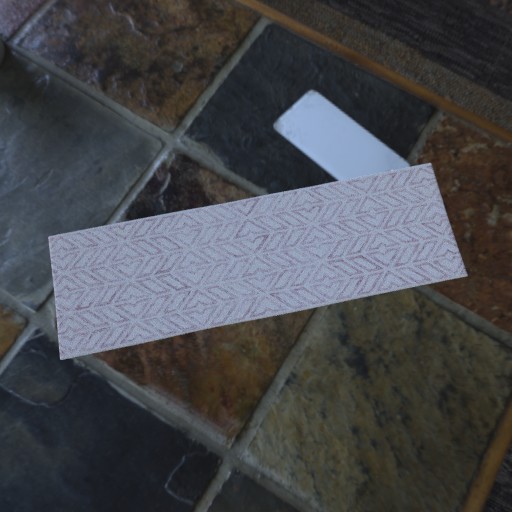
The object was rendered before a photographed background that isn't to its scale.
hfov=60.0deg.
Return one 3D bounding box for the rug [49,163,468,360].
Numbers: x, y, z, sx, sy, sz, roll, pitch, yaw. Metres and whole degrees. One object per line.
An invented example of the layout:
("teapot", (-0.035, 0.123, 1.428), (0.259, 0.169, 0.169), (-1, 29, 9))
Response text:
("rug", (0.000, 0.000, 2.680), (2.435, 0.009, 0.750), (-11, 76, -3))
